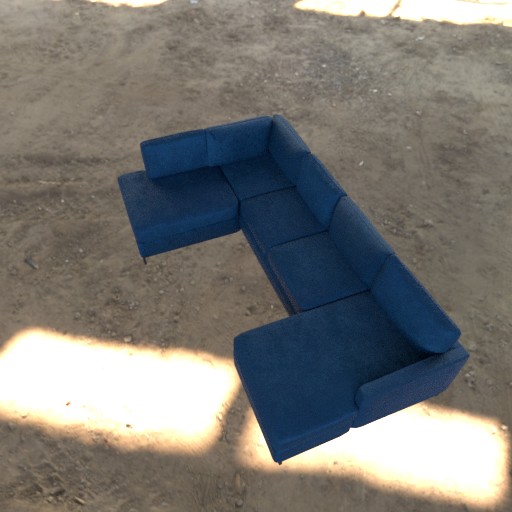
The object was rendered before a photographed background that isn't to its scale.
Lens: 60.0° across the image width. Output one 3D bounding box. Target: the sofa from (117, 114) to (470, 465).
[{"bbox_3d":[0.000,0.000,4.234,2.055,0.992,3.434,-16,50,-14],"label":"sofa"}]
